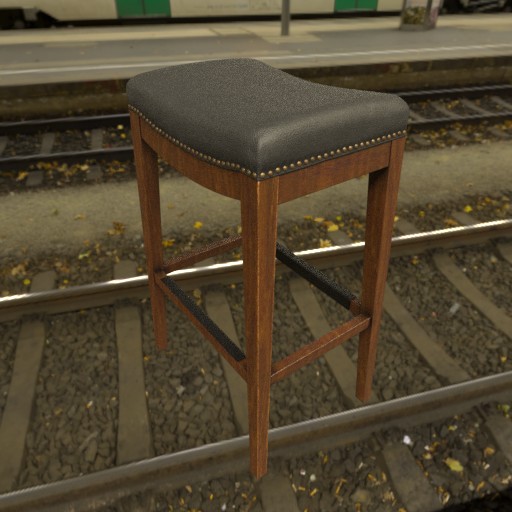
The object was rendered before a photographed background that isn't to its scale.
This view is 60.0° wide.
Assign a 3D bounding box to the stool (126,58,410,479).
[{"bbox_3d":[0.000,0.000,1.009,0.361,0.765,0.500,-22,40,-30],"label":"stool"}]
